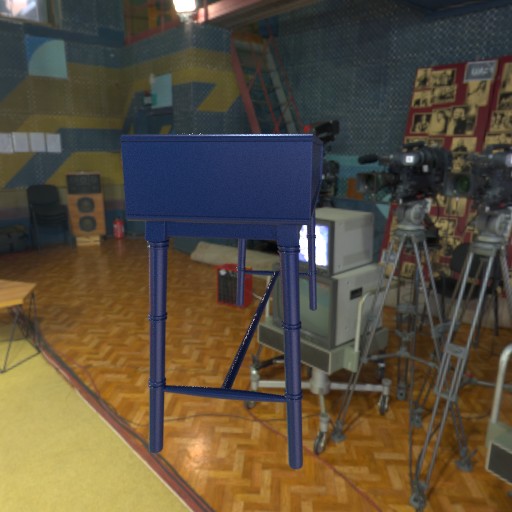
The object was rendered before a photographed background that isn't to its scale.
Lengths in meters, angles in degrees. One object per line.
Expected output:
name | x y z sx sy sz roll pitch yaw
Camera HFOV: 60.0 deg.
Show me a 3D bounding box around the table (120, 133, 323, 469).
table | 0.000 0.000 1.474 0.399 0.749 1.118 2 14 9
